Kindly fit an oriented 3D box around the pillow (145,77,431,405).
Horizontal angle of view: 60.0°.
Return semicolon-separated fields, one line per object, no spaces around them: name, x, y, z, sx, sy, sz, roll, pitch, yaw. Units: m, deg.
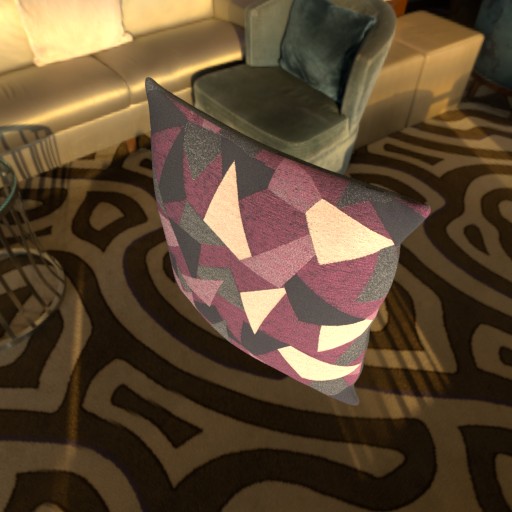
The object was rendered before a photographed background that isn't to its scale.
pillow;0.000;0.000;0.777;0.503;0.496;0.208;31;54;26
